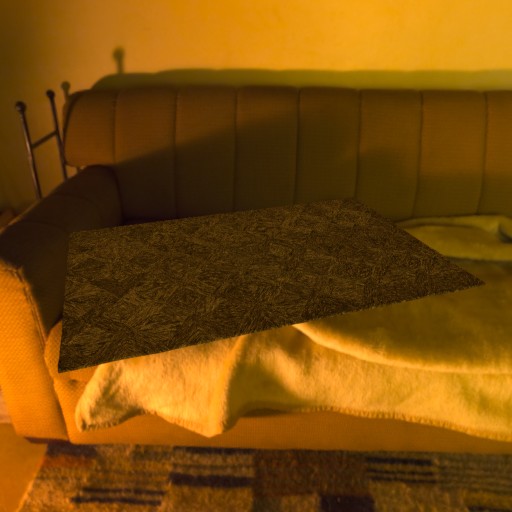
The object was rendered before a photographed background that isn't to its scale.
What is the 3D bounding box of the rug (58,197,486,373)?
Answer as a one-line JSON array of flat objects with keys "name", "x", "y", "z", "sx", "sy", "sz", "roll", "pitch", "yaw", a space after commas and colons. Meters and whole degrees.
[{"name": "rug", "x": 0.000, "y": 0.000, "z": 2.242, "sx": 1.808, "sy": 0.011, "sz": 1.189, "roll": -9, "pitch": 29, "yaw": -16}]
